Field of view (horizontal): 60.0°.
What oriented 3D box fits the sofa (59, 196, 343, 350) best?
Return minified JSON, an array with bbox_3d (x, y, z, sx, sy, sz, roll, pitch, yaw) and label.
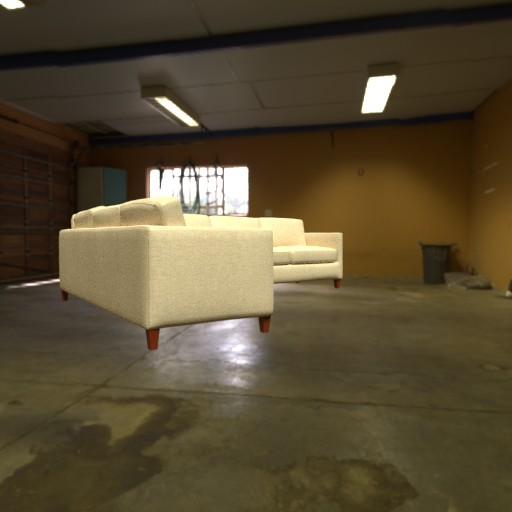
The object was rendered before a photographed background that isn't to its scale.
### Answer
[{"bbox_3d":[0.000,0.000,4.535,3.302,0.947,2.593,-2,3,-35],"label":"sofa"}]
